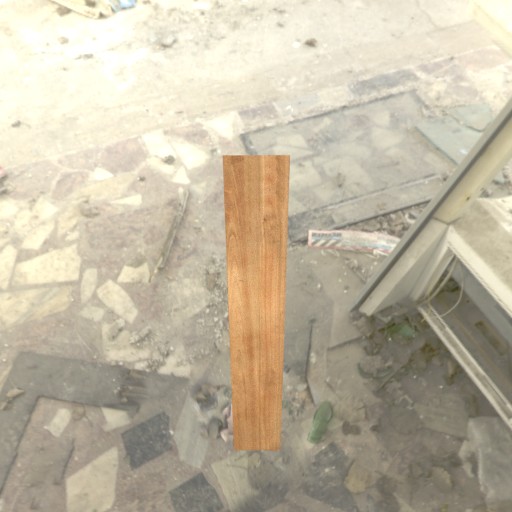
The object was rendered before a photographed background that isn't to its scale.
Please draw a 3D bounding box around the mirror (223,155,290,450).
[{"bbox_3d":[0.000,0.000,0.881,0.100,0.548,0.631,0,57,0],"label":"mirror"}]
